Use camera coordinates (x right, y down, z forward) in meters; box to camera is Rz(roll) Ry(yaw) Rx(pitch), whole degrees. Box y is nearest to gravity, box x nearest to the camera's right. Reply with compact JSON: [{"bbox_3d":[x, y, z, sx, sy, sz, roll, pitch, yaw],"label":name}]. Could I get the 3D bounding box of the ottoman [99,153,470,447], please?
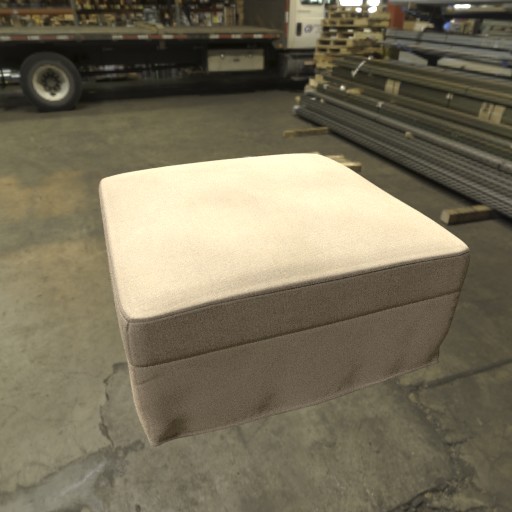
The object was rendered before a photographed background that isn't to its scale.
[{"bbox_3d":[0.000,0.000,1.348,0.843,0.441,0.842,-10,32,-17],"label":"ottoman"}]
